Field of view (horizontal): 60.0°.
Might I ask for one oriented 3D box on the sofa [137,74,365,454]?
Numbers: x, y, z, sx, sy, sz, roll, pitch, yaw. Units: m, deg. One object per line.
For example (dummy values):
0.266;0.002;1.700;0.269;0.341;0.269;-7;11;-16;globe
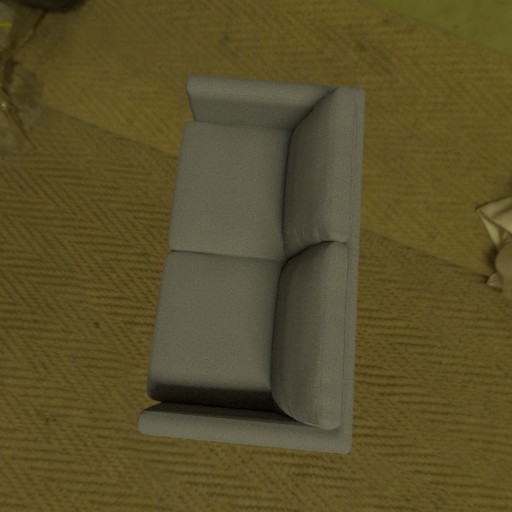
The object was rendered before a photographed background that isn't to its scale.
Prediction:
0.000;0.000;2.247;0.940;0.866;1.713;5;76;1;sofa
